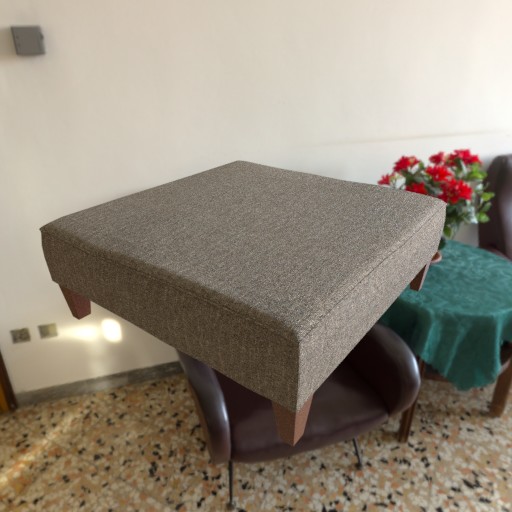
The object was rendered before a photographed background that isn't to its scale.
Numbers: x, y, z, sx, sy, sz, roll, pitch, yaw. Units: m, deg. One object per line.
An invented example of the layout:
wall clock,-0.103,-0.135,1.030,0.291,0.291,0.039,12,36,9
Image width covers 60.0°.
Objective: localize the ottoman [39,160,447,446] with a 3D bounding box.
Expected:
ottoman,0.000,0.000,1.545,0.981,0.379,1.016,19,32,32
